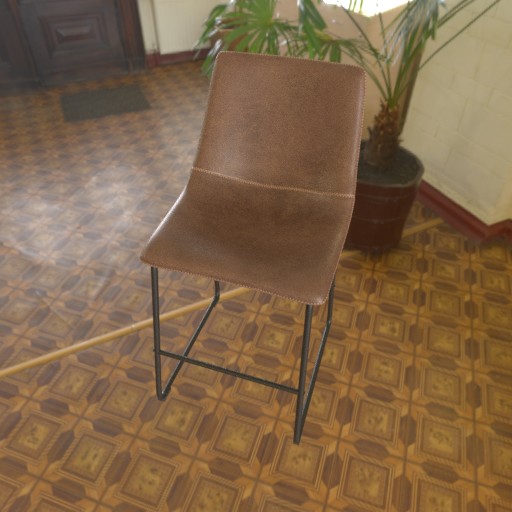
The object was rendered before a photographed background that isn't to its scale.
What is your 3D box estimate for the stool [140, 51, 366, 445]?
[{"bbox_3d":[0.000,0.000,1.214,0.460,0.890,0.550,13,43,14],"label":"stool"}]
